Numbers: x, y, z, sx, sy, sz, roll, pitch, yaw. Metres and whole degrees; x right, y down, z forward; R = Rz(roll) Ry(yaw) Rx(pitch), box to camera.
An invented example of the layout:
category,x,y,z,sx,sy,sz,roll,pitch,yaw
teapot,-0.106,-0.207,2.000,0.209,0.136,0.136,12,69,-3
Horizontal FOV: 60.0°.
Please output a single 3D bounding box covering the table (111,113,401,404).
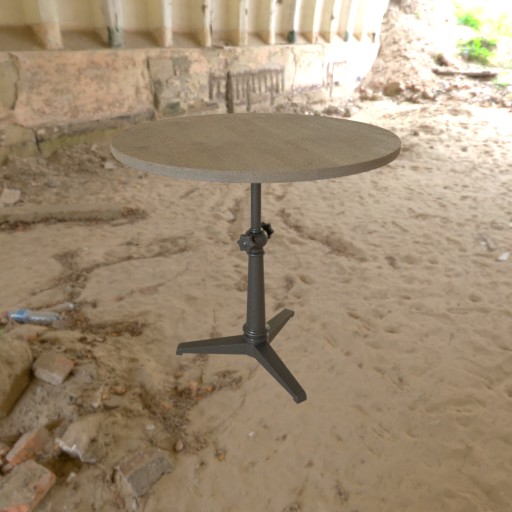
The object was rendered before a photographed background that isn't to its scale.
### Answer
category,x,y,z,sx,sy,sz,roll,pitch,yaw
table,0.000,0.000,1.443,0.800,0.780,0.800,0,26,0
